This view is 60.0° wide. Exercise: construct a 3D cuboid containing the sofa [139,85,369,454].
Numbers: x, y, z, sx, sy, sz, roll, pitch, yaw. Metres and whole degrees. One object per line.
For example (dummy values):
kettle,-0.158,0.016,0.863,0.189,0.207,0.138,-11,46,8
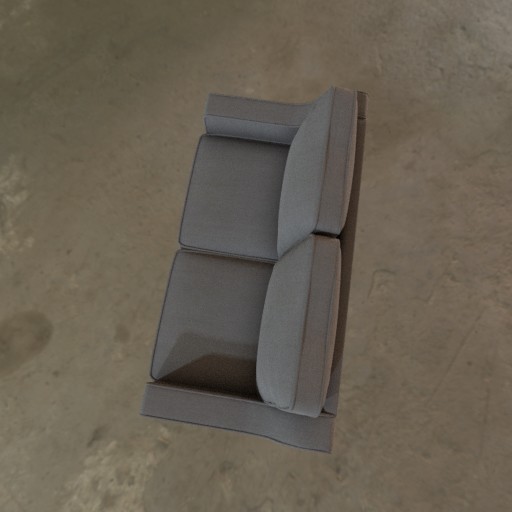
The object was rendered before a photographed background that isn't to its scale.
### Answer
sofa,0.000,0.000,2.029,0.791,0.948,1.500,9,75,2
